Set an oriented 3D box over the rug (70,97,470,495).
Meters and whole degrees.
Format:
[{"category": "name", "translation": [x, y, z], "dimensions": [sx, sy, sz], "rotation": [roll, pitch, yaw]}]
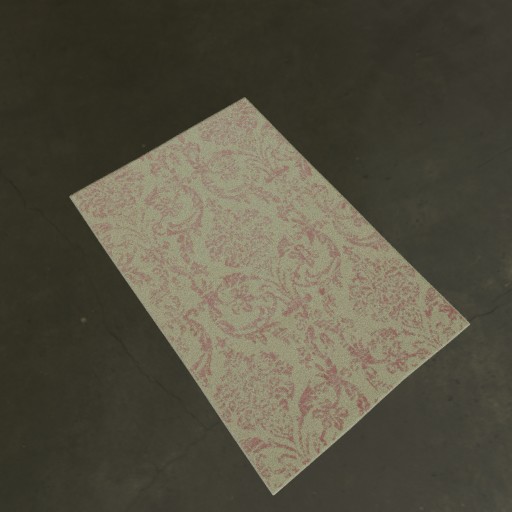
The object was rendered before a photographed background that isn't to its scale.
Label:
[{"category": "rug", "translation": [0.000, 0.000, 2.309], "dimensions": [1.219, 0.012, 1.839], "rotation": [-34, 69, -15]}]
